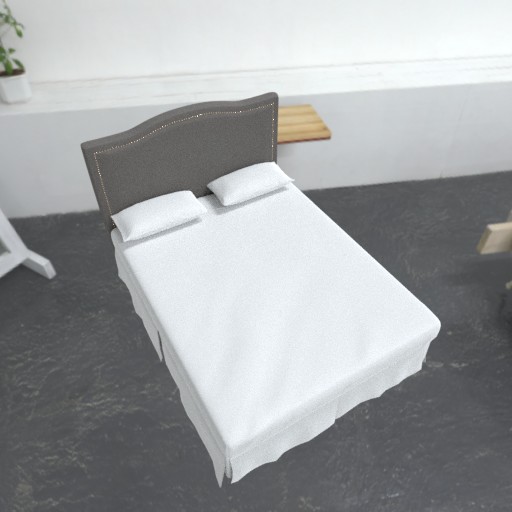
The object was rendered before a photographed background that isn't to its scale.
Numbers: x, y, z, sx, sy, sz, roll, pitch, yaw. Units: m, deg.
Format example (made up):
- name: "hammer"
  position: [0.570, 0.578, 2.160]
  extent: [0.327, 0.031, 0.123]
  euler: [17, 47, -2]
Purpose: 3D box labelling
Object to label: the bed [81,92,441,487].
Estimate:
- name: "bed"
  position: [0.000, 0.000, 3.340]
  extent: [1.821, 1.436, 2.282]
  euler: [-23, 49, -21]
